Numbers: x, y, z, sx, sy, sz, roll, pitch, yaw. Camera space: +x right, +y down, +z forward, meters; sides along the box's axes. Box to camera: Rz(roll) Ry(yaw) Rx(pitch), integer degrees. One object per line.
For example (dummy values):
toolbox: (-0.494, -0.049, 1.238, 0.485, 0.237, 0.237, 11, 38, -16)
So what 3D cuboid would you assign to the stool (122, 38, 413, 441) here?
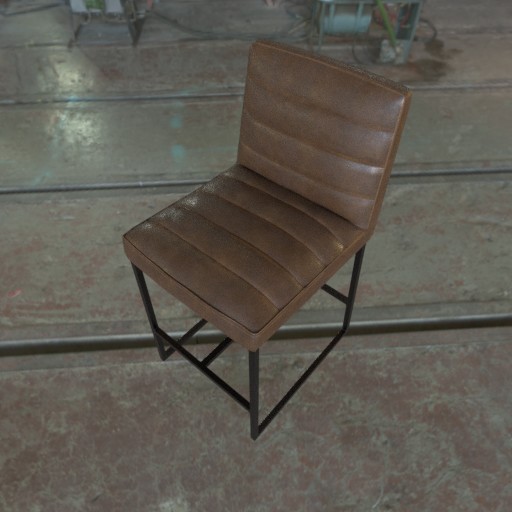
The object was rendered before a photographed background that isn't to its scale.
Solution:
stool: (0.000, 0.000, 1.248, 0.463, 0.942, 0.562, 32, 55, 26)
